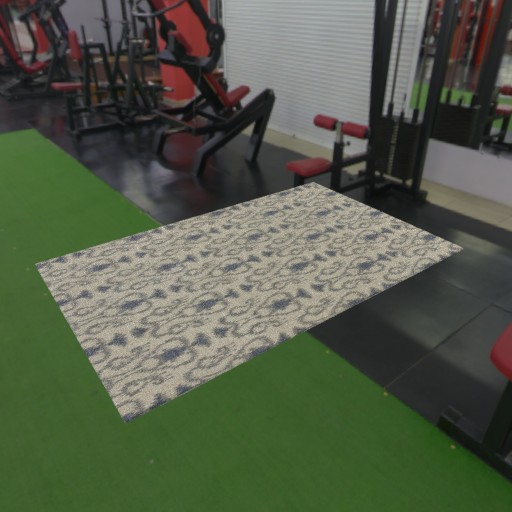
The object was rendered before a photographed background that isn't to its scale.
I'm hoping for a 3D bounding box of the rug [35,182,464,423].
[{"bbox_3d":[0.000,0.000,2.006,1.652,0.006,1.035,-21,36,-30],"label":"rug"}]
